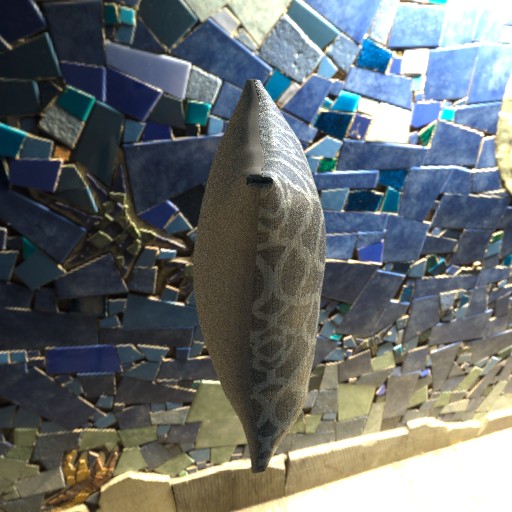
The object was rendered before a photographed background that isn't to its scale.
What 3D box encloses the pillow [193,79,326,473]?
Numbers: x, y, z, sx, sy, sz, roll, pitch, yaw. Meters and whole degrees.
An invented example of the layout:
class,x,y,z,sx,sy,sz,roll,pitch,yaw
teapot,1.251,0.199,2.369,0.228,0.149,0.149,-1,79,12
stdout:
class,x,y,z,sx,sy,sz,roll,pitch,yaw
pillow,0.000,0.000,0.782,0.215,0.498,0.508,-1,32,-1
